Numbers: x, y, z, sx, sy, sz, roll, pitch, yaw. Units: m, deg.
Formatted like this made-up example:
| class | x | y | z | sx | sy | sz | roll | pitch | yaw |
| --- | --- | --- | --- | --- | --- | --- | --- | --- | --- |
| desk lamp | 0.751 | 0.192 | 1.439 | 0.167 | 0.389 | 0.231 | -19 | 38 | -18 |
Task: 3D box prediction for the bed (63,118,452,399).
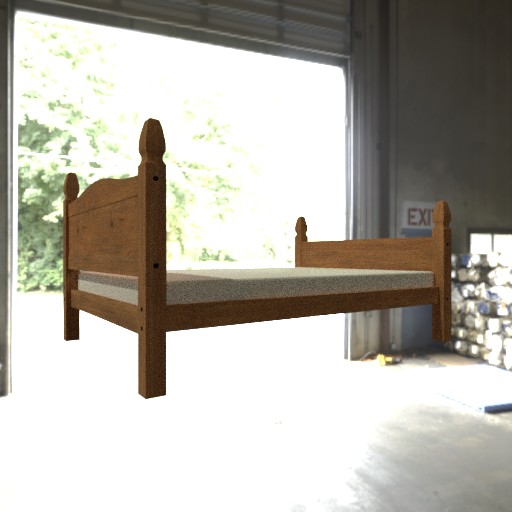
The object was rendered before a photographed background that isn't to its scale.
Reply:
| class | x | y | z | sx | sy | sz | roll | pitch | yaw |
| --- | --- | --- | --- | --- | --- | --- | --- | --- | --- |
| bed | 0.000 | 0.000 | 2.901 | 2.069 | 1.100 | 1.490 | 0 | 0 | -35 |
